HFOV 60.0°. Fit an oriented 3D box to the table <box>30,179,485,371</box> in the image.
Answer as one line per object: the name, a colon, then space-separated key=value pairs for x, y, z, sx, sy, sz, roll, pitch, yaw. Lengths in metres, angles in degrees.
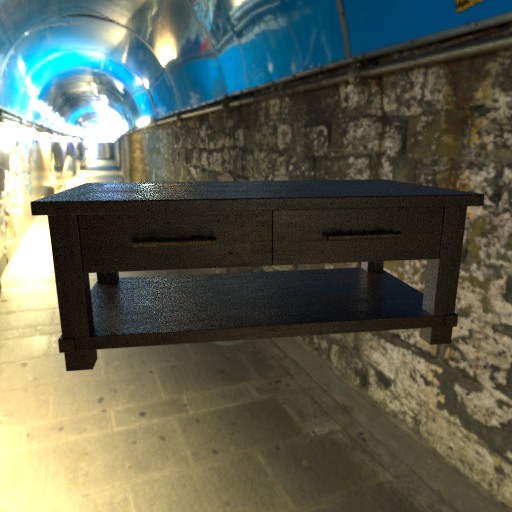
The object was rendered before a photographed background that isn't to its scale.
table: x=0.000 y=0.000 z=1.606 sx=1.270 sy=0.494 sz=0.700 roll=-2 pitch=14 yaw=-9
